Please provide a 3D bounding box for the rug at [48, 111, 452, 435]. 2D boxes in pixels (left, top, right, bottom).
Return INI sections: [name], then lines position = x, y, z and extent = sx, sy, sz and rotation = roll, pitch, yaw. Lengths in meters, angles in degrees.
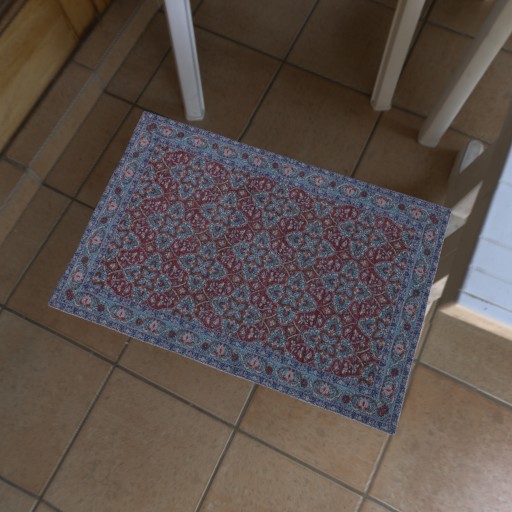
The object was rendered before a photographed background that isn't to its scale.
[rug]
position = 0.000, 0.000, 2.337
extent = 1.829, 0.009, 1.219
rotation = 19, 75, 5
